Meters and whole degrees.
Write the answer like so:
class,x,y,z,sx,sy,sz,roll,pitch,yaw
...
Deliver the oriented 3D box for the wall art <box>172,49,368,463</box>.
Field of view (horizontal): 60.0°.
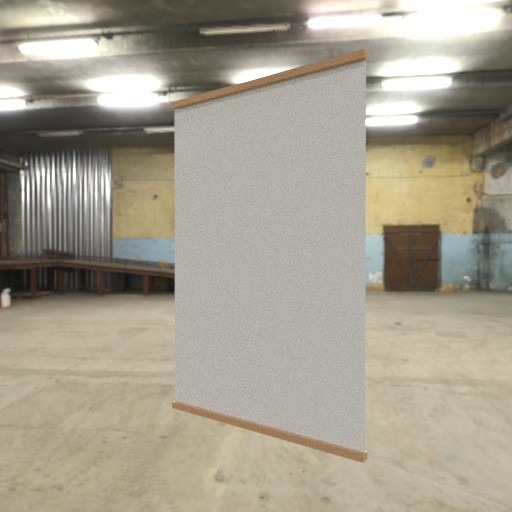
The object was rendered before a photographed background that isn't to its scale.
class,x,y,z,sx,sy,sz,roll,pitch,yaw
wall art,0.000,0.000,0.777,0.401,0.611,0.016,0,1,35
